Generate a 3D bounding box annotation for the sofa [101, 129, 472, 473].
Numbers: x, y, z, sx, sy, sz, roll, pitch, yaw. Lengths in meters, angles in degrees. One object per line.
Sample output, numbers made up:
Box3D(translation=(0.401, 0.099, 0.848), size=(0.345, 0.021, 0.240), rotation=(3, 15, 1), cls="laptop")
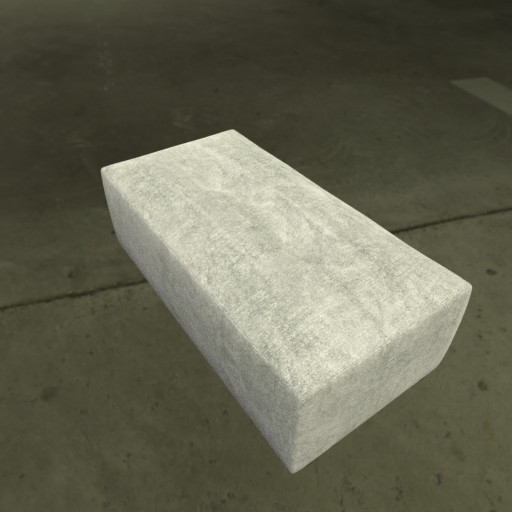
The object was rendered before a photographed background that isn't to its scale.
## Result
Box3D(translation=(0.000, 0.000, 1.171), size=(0.480, 0.330, 0.930), rotation=(-24, 46, -26), cls="sofa")
